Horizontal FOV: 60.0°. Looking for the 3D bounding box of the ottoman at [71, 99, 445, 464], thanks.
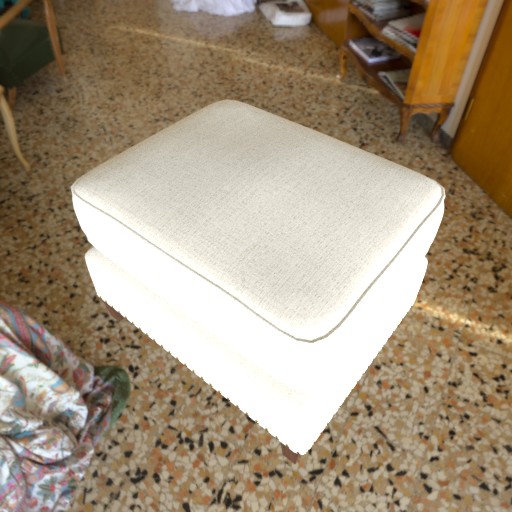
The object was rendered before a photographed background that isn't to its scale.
[{"bbox_3d":[0.000,0.000,1.159,0.738,0.537,0.589,30,54,26],"label":"ottoman"}]
